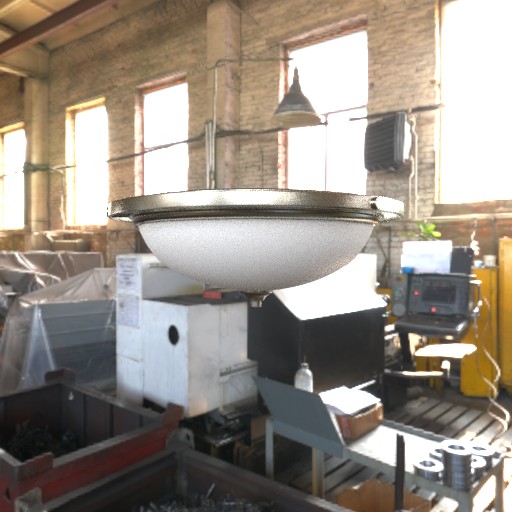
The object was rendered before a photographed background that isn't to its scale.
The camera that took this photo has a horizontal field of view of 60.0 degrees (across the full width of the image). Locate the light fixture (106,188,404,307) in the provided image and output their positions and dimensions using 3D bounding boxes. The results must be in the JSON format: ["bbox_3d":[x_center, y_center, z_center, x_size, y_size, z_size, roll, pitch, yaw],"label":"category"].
[{"bbox_3d":[0.000,0.000,0.571,0.361,0.130,0.361,0,1,0],"label":"light fixture"}]
